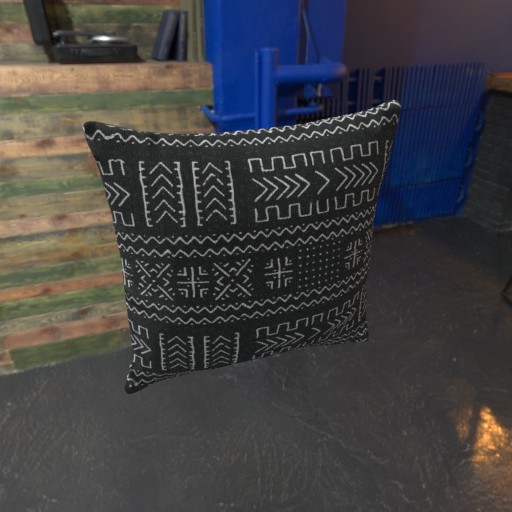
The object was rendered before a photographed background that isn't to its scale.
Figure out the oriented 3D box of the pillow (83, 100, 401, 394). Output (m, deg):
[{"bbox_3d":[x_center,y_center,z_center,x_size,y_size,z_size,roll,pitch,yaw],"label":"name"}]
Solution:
[{"bbox_3d":[0.000,0.000,0.671,0.438,0.430,0.164,-9,29,-16],"label":"pillow"}]
